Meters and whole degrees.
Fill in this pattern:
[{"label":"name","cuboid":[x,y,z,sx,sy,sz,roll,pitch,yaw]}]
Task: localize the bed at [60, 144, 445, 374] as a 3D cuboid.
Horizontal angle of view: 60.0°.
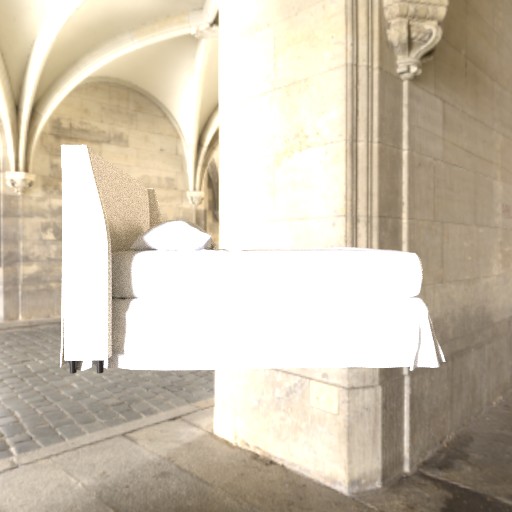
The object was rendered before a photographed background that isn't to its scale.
[{"label":"bed","cuboid":[0.000,0.000,3.478,2.276,1.332,1.925,0,1,-1]}]
